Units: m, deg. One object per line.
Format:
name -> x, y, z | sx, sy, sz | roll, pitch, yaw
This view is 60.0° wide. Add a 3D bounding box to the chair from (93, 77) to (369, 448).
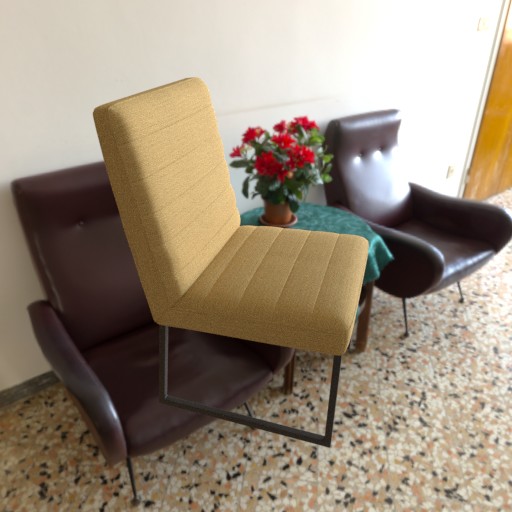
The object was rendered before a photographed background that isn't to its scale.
chair -> 0.000, 0.000, 1.328 | 0.634, 0.930, 0.520 | 9, 31, 15
